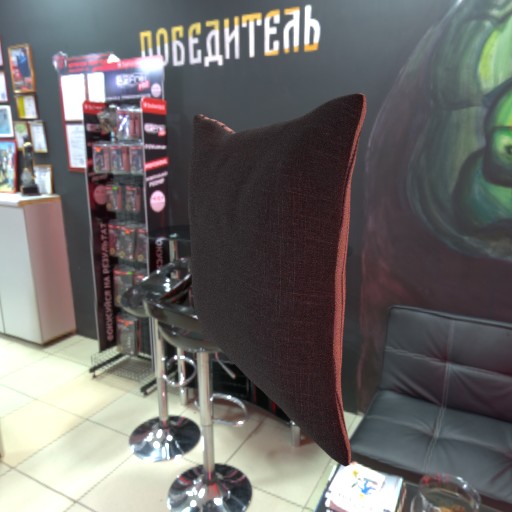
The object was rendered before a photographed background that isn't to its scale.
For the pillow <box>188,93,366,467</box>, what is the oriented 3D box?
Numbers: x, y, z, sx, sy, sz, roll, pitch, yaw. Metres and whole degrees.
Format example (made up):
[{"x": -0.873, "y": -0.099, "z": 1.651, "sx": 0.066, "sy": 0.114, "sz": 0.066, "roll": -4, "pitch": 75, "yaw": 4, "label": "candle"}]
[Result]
[{"x": 0.000, "y": 0.000, "z": 0.689, "sx": 0.138, "sy": 0.444, "sz": 0.468, "roll": -8, "pitch": 16, "yaw": -28, "label": "pillow"}]
